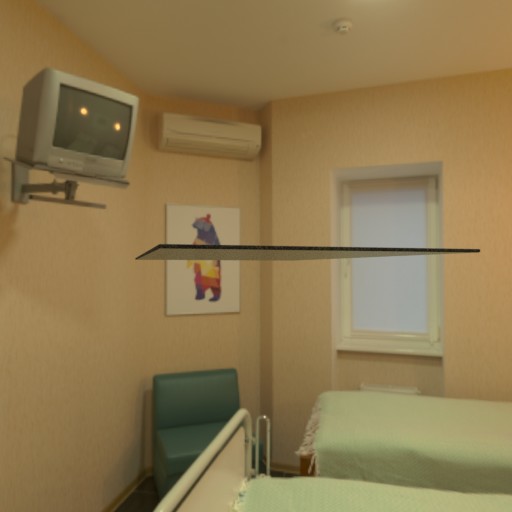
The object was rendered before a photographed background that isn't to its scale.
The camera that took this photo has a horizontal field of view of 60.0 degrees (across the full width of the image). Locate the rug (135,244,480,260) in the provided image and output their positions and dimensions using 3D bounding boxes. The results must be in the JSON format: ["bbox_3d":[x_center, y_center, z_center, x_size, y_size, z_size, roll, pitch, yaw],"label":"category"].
[{"bbox_3d":[0.000,0.000,2.963,1.478,0.017,2.330,0,-2,-17],"label":"rug"}]
